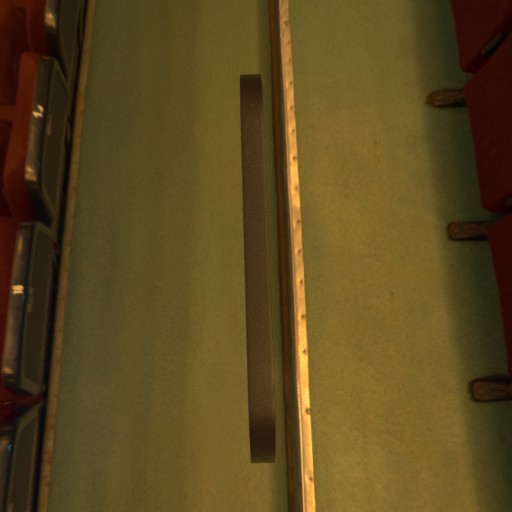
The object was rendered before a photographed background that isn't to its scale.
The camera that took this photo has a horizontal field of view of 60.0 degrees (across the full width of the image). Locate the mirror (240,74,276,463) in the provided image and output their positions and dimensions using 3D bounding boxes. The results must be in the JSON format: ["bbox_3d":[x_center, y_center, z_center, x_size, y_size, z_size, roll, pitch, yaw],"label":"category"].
[{"bbox_3d":[0.000,0.000,0.682,0.032,0.254,0.584,-2,76,0],"label":"mirror"}]
